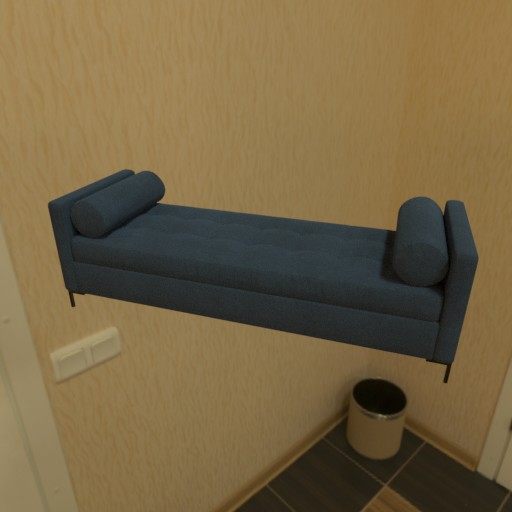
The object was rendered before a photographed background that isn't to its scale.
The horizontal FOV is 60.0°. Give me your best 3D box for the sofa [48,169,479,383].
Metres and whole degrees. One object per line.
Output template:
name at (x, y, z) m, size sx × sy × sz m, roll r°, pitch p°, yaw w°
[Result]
sofa at (0.000, 0.000, 2.348) m, size 1.981 × 0.635 × 0.686 m, roll 8°, pitch 27°, yaw 16°
